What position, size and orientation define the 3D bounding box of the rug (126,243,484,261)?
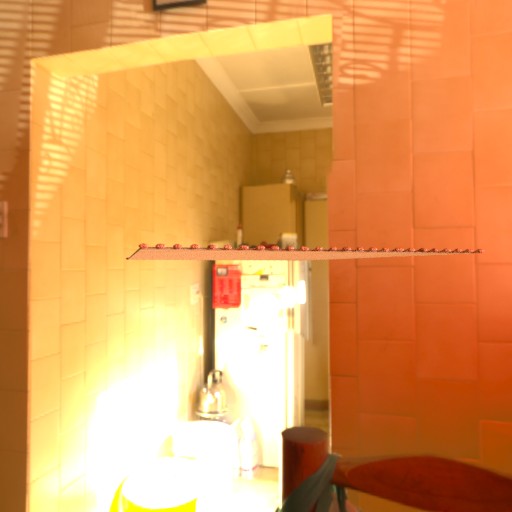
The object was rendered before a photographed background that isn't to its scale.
[{"bbox_3d":[0.000,0.000,4.472,2.451,0.035,3.369,1,-2,-18],"label":"rug"}]
